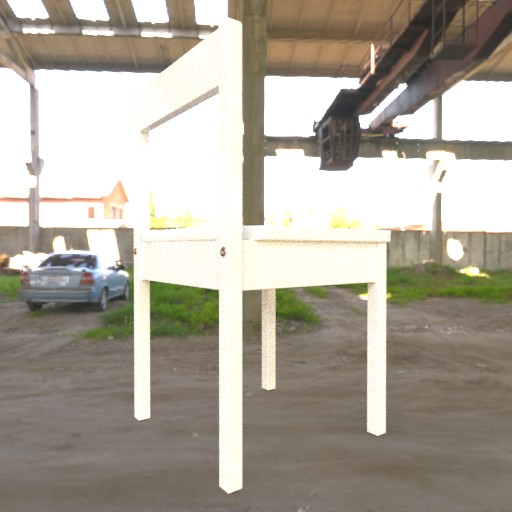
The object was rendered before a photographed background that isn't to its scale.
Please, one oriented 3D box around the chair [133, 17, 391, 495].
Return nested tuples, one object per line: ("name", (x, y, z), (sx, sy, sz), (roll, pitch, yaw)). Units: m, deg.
("chair", (0.000, 0.000, 0.865), (0.361, 0.668, 0.367), (-1, 1, -36))
